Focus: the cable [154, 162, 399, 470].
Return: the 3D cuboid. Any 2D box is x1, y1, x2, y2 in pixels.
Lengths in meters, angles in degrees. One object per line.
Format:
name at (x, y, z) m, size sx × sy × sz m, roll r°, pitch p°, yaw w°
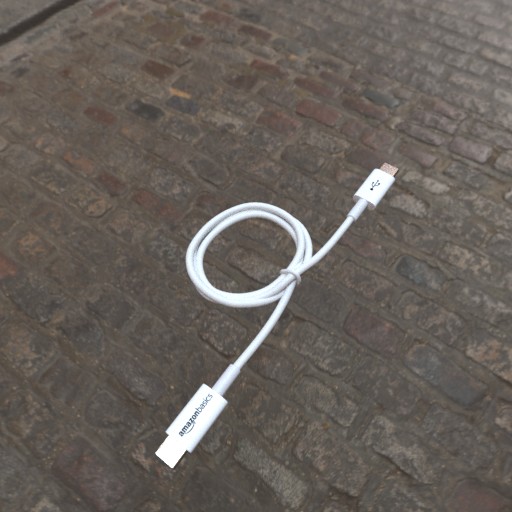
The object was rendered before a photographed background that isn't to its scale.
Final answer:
cable at (0.000, 0.000, 0.232) m, size 0.070 × 0.014 × 0.203 m, roll 31°, pitch 63°, yaw 18°
